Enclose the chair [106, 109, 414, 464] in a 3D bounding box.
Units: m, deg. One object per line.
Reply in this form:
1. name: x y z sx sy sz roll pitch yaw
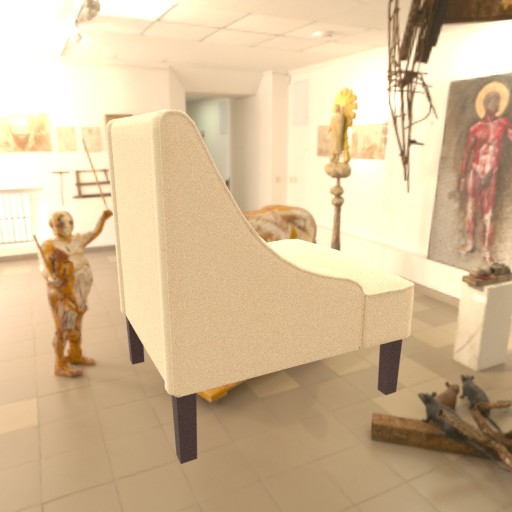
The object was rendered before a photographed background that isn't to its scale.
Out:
1. chair: 0.000 0.000 1.487 0.806 0.886 0.689 -8 17 -26
